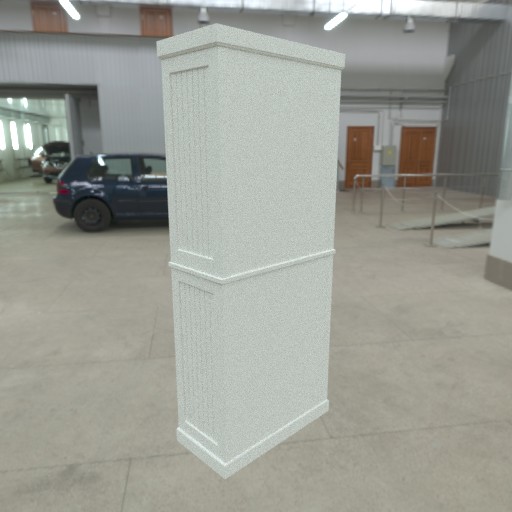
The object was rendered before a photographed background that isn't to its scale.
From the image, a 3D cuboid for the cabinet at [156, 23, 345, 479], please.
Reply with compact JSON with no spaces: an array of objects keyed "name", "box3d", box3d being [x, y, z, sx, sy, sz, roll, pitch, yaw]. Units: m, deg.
[{"name":"cabinet","box3d":[0.000,0.000,2.116,0.754,1.829,0.390,-13,19,-42]}]
